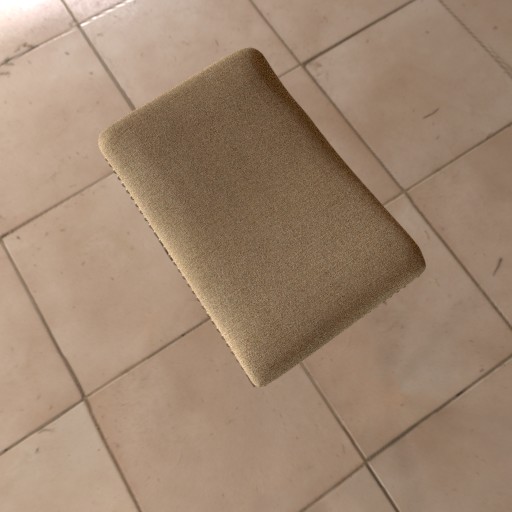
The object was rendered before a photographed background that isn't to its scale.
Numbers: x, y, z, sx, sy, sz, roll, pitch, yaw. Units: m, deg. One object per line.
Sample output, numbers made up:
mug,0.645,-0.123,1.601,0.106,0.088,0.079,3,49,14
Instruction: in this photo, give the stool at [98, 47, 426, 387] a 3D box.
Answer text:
stool,0.000,0.000,1.061,0.363,0.768,0.509,-33,78,-8
